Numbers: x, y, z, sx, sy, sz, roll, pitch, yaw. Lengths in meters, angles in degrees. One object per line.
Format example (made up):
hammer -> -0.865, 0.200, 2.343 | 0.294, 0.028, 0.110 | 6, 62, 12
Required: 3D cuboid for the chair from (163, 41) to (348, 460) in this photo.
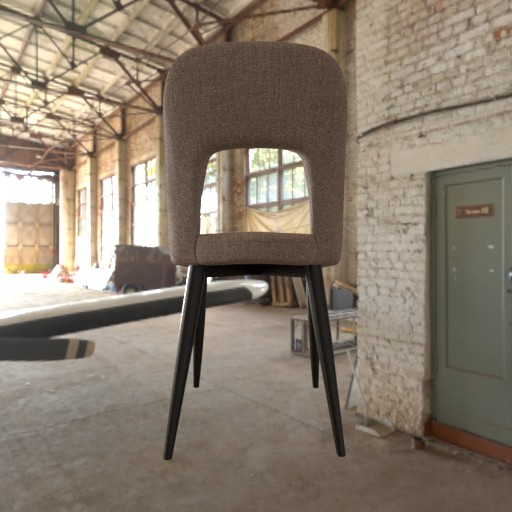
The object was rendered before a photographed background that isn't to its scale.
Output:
chair -> 0.000, 0.000, 1.242 | 0.470, 0.931, 0.612 | 0, 0, 0
